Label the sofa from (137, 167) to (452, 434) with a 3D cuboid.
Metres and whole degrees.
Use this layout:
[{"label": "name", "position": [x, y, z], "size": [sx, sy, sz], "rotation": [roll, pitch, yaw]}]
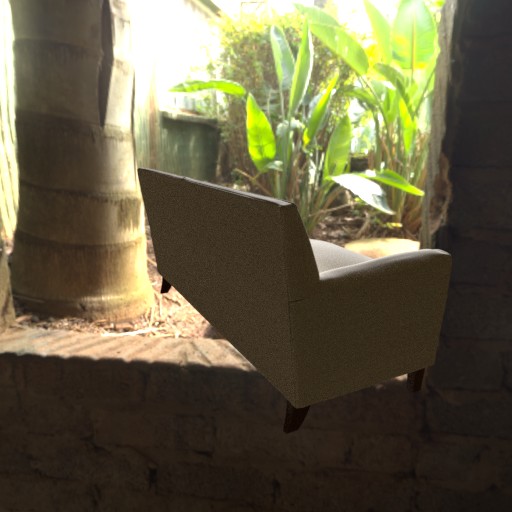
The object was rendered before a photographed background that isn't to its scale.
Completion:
[{"label": "sofa", "position": [0.000, 0.000, 2.490], "size": [0.841, 0.907, 2.001], "rotation": [-7, 16, -26]}]
